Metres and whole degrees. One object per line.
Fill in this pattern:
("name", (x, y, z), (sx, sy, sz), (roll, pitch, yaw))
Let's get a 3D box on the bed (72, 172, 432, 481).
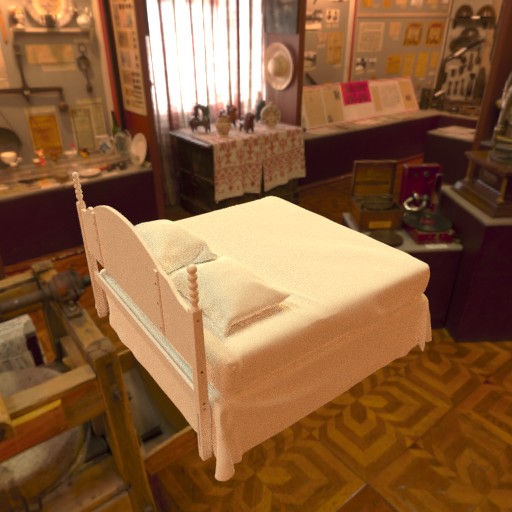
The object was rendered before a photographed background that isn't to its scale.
("bed", (0.000, 0.000, 3.663), (2.219, 1.355, 2.322), (-19, 33, -32))
